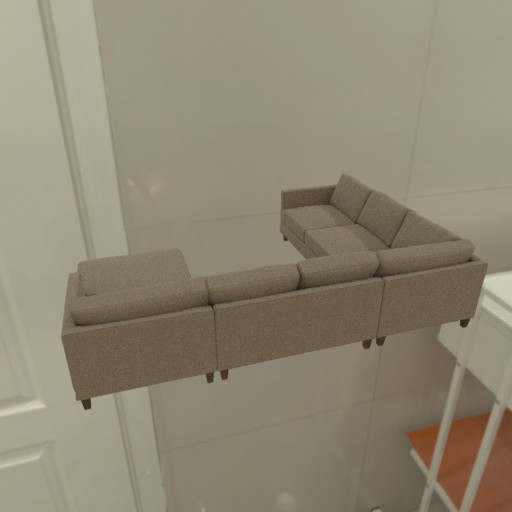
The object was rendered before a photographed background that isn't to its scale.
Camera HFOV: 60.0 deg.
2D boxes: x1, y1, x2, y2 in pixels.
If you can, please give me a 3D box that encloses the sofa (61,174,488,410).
[{"bbox_3d":[0.000,0.000,4.465,3.438,0.865,2.424,-8,28,-16],"label":"sofa"}]
